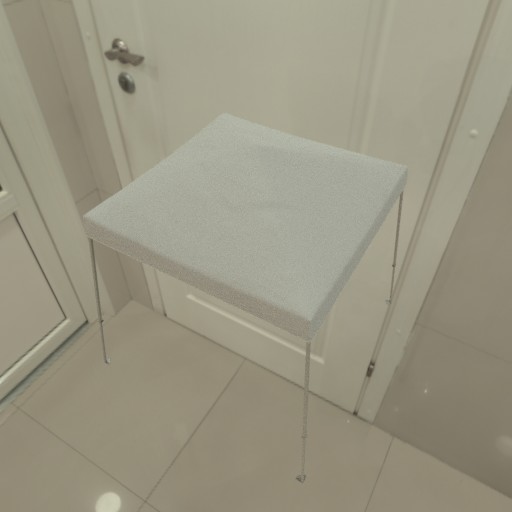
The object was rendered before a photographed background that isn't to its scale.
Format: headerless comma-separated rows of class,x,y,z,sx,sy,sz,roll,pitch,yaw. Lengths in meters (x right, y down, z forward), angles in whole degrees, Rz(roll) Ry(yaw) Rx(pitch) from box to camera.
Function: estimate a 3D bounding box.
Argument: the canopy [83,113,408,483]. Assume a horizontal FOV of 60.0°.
canopy,0.000,0.000,5.023,2.849,2.849,2.848,23,49,21
